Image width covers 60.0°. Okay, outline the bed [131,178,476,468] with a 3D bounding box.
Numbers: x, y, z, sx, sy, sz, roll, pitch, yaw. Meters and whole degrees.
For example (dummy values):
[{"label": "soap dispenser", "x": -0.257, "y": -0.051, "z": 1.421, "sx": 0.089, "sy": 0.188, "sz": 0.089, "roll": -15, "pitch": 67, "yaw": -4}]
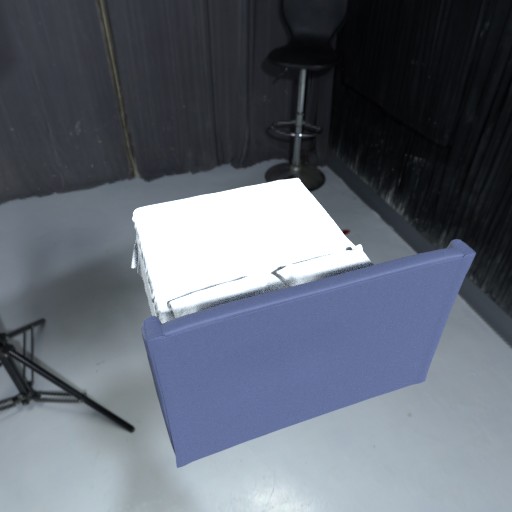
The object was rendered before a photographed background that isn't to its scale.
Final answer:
[{"label": "bed", "x": 0.000, "y": 0.000, "z": 3.523, "sx": 1.925, "sy": 1.332, "sz": 2.276, "roll": -13, "pitch": 42, "yaw": -15}]
